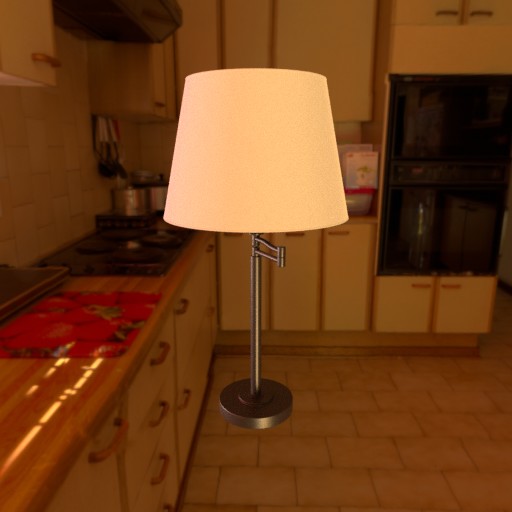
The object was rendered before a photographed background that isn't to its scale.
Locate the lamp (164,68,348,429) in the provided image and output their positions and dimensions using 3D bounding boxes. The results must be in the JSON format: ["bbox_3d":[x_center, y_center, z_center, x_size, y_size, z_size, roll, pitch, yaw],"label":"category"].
[{"bbox_3d":[0.000,0.000,0.908,0.363,0.696,0.363,0,14,0],"label":"lamp"}]
